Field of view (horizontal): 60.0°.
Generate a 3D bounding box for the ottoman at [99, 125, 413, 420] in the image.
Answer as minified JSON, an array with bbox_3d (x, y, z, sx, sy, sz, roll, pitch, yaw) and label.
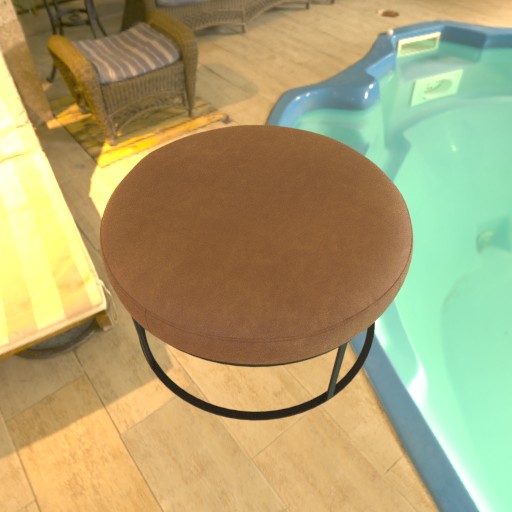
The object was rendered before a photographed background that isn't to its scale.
[{"bbox_3d":[0.000,0.000,1.229,0.771,0.460,0.771,0,47,0],"label":"ottoman"}]
